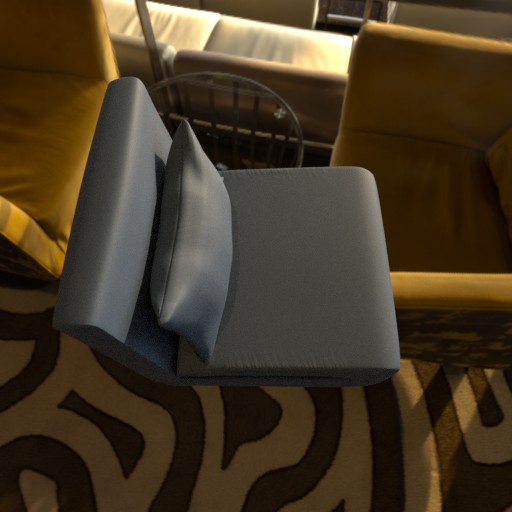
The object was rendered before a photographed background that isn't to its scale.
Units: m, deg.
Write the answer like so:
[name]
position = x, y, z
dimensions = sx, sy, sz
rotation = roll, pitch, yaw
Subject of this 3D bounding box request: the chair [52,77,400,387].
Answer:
[chair]
position = 0.000, 0.000, 1.462
dimensions = 0.900, 0.808, 0.770
rotation = 1, 63, 0
